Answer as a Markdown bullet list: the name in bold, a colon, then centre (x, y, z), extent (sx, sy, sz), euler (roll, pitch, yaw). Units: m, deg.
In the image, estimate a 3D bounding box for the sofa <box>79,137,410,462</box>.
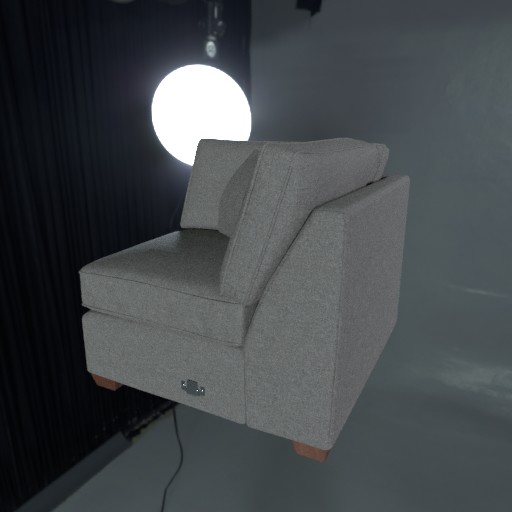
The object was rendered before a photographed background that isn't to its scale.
- **sofa**: centre (0.000, 0.000, 1.943), extent (1.084, 1.002, 1.146), euler (8, 17, 26)
